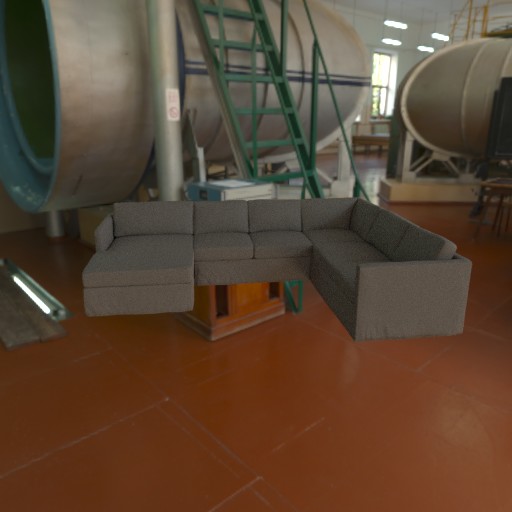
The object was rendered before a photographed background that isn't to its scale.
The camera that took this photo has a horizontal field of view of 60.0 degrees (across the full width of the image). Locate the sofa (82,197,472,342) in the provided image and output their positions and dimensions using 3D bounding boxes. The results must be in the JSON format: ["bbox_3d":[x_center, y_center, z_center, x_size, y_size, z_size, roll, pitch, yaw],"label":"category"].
[{"bbox_3d":[0.000,0.000,4.820,3.528,0.878,2.476,-2,18,-7],"label":"sofa"}]
